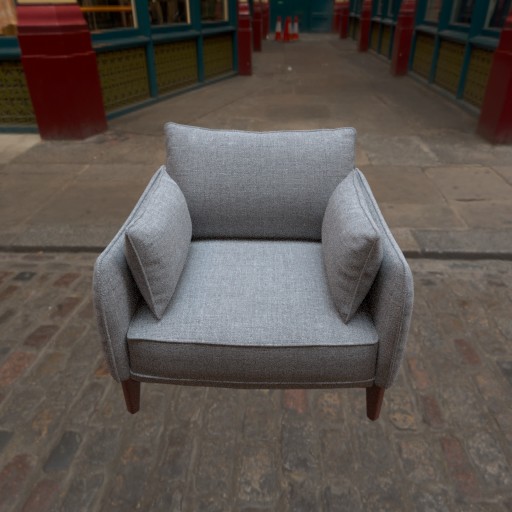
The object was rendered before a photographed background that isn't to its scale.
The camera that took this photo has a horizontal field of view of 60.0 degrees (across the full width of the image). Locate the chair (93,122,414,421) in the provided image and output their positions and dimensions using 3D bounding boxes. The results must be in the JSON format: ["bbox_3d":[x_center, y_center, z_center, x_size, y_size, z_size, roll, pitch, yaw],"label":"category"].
[{"bbox_3d":[0.000,0.000,1.730,0.993,0.839,0.976,1,31,2],"label":"chair"}]
